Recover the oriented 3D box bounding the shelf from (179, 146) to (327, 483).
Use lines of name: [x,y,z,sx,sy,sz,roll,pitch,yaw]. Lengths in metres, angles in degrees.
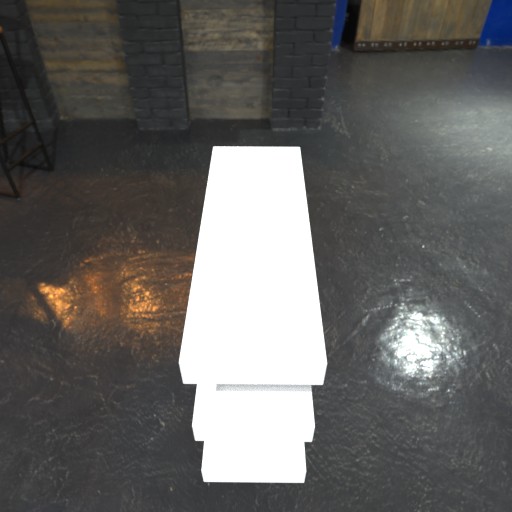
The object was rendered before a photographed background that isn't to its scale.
shelf: [0.000,0.000,0.739,0.140,0.293,0.610,0,43,0]
